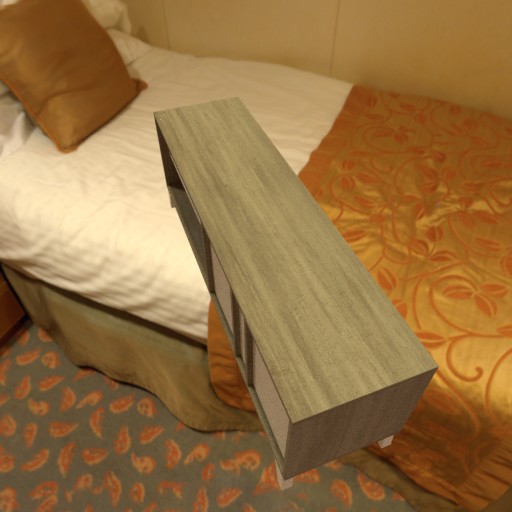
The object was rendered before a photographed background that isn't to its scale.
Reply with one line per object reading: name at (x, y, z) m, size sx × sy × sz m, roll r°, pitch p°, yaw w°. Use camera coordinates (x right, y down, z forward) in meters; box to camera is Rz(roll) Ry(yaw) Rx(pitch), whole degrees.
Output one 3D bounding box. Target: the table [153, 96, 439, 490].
table at (0.000, 0.000, 1.727) m, size 0.400 × 0.530 × 1.500 m, roll -16°, pitch 49°, yaw -14°
